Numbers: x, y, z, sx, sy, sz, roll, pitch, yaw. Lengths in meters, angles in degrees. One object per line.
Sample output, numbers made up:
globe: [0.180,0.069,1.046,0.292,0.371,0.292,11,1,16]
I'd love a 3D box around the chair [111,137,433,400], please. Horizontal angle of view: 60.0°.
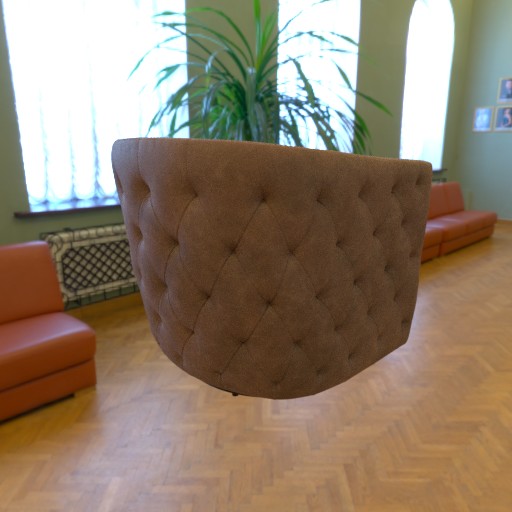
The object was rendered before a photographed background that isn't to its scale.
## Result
chair: [0.000,0.000,1.533,0.850,0.790,0.870,14,20,43]
